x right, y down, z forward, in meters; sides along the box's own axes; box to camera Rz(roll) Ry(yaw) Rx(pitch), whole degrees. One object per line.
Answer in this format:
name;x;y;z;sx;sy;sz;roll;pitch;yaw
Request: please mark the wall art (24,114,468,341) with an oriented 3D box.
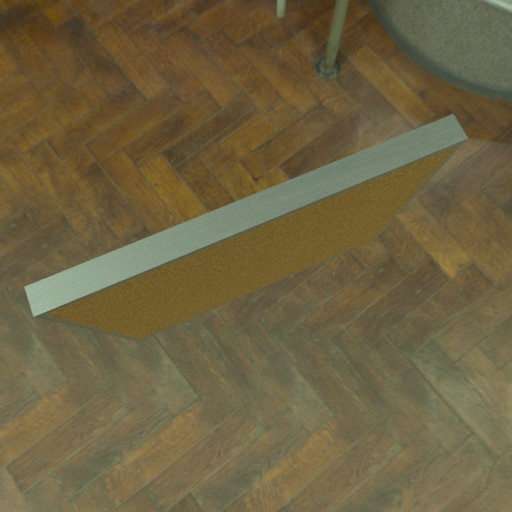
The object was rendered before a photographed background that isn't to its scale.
wall art;0.000;0.000;0.745;0.557;0.450;0.037;-23;77;-6
